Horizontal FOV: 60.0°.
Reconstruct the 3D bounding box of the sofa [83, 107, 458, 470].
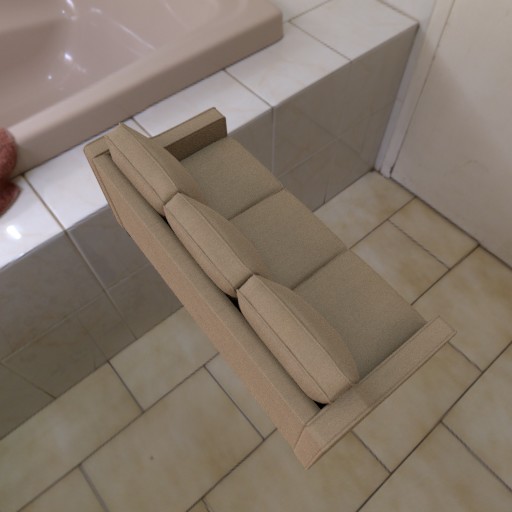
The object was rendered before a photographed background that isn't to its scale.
[{"bbox_3d":[0.000,0.000,2.485,0.911,0.974,1.986,-34,64,-19],"label":"sofa"}]
